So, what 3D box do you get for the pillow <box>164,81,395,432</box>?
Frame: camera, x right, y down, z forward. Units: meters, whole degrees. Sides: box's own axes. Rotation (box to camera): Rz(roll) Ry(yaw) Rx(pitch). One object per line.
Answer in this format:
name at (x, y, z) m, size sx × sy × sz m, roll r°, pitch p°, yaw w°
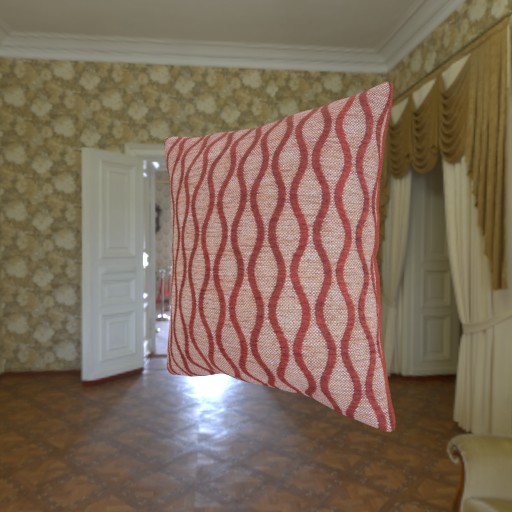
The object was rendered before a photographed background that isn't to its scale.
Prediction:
pillow at (0.000, 0.000, 0.673) m, size 0.429 × 0.434 × 0.159 m, roll 1°, pitch 1°, yaw 38°
